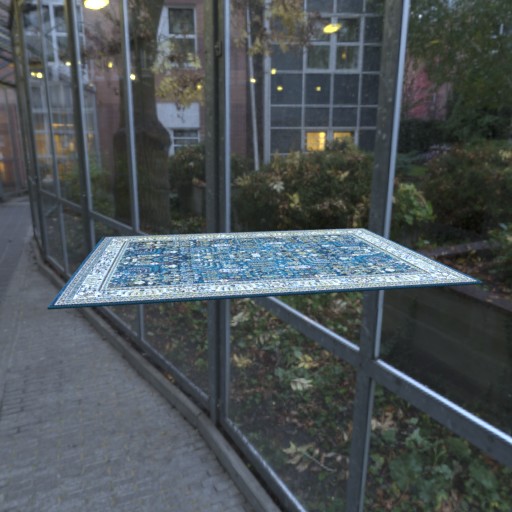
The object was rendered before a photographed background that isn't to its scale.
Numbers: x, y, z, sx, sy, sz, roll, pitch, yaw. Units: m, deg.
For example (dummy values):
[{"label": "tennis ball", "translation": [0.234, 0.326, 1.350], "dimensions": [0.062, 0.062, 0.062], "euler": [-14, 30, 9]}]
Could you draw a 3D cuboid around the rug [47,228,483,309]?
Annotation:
[{"label": "rug", "translation": [0.000, 0.000, 2.970], "dimensions": [2.213, 0.013, 1.594], "euler": [-2, 14, -10]}]
